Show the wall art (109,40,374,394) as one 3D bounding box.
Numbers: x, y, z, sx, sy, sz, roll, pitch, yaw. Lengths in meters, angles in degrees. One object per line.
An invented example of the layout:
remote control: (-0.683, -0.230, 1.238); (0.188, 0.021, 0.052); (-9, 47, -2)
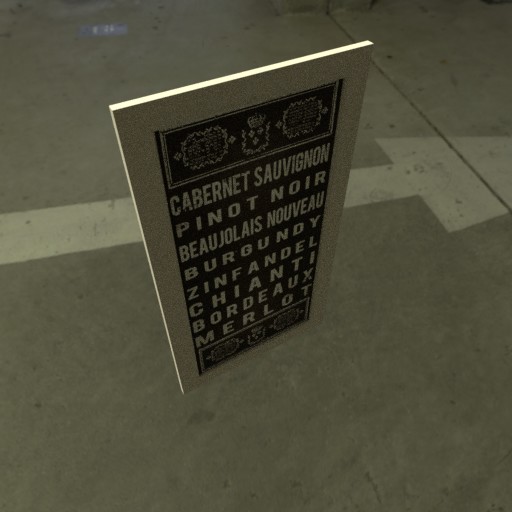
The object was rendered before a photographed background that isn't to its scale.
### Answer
wall art: (0.000, 0.000, 0.813); (0.380, 0.683, 0.013); (-23, 50, -20)
